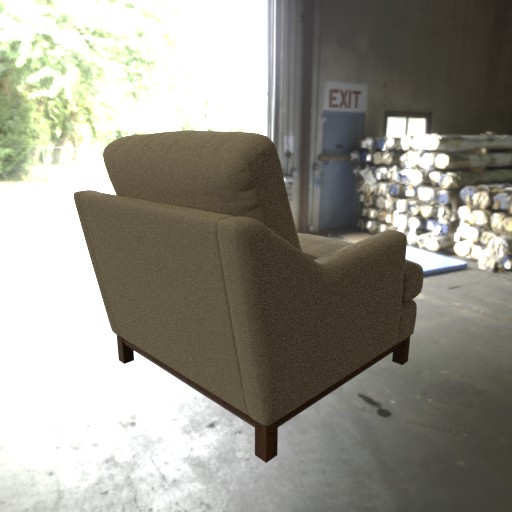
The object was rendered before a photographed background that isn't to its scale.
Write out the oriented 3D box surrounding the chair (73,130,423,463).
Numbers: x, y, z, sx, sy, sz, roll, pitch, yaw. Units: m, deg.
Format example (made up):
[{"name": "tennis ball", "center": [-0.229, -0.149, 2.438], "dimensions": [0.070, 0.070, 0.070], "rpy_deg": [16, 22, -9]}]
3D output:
[{"name": "chair", "center": [0.000, 0.000, 1.691], "dimensions": [1.001, 0.916, 0.912], "rpy_deg": [-14, 20, -43]}]
